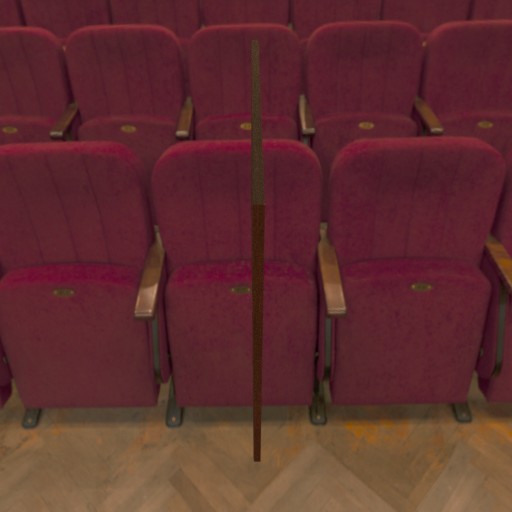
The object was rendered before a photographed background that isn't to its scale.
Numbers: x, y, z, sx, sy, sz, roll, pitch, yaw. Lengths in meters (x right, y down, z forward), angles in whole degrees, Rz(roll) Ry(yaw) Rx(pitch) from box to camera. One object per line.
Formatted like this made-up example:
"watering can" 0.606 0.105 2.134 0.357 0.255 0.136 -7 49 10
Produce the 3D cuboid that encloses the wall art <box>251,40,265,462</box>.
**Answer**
"wall art" 0.000 0.000 0.779 0.013 0.570 0.476 0 43 0
